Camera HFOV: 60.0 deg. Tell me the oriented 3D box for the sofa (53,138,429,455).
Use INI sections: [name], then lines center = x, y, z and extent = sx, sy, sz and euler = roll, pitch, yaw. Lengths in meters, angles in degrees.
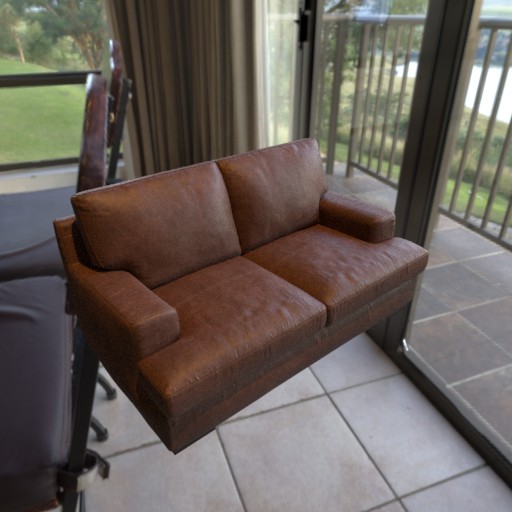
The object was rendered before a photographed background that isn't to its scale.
[sofa]
center = 0.000, 0.000, 2.535
extent = 1.880, 0.939, 1.143
euler = -22, 37, -33
